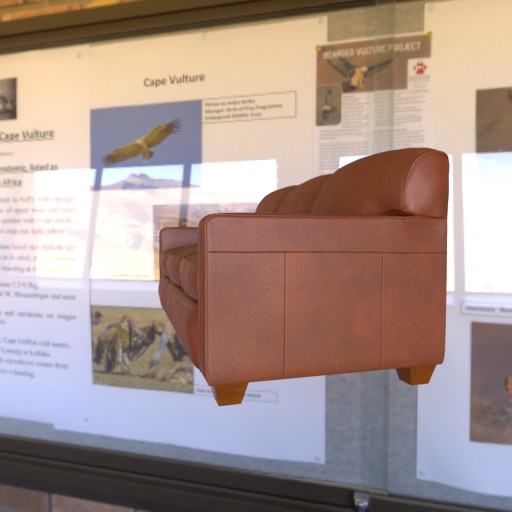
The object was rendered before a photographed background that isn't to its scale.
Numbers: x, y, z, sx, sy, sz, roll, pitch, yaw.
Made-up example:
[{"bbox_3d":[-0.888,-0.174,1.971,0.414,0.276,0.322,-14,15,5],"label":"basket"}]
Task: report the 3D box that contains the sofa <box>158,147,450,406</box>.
[{"bbox_3d":[0.000,0.000,2.532,1.008,0.953,2.039,-1,2,-16],"label":"sofa"}]
